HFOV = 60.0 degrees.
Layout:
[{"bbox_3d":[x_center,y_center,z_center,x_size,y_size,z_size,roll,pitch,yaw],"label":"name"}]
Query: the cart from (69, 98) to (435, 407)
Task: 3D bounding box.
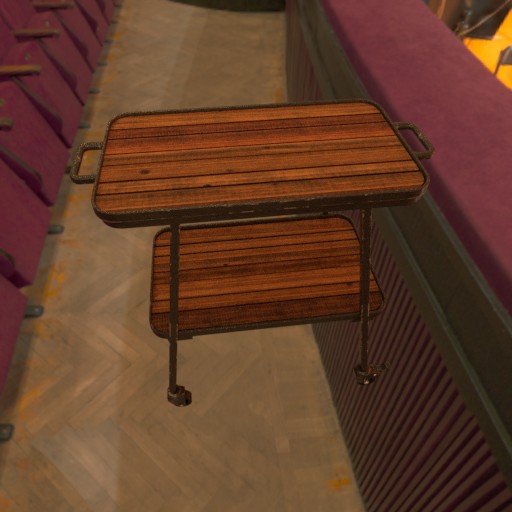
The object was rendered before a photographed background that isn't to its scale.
[{"bbox_3d":[0.000,0.000,1.249,0.806,0.700,0.515,-5,45,-5],"label":"cart"}]
